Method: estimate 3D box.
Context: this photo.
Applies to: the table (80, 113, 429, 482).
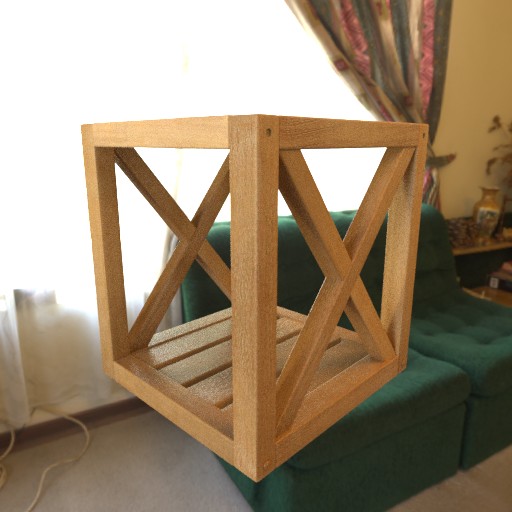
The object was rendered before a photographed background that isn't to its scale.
[{"bbox_3d":[0.000,0.000,1.064,0.558,0.610,0.559,14,20,42],"label":"table"}]
